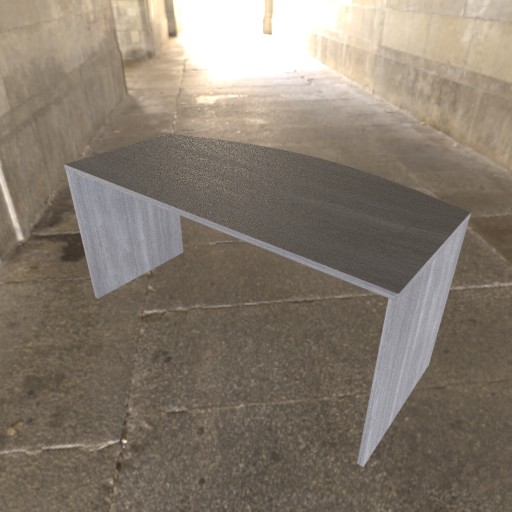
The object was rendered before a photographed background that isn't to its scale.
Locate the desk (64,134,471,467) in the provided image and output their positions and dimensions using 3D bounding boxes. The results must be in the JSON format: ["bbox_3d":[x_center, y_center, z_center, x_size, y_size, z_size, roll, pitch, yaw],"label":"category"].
[{"bbox_3d":[0.000,0.000,2.054,1.600,0.750,0.802,23,38,32],"label":"desk"}]
